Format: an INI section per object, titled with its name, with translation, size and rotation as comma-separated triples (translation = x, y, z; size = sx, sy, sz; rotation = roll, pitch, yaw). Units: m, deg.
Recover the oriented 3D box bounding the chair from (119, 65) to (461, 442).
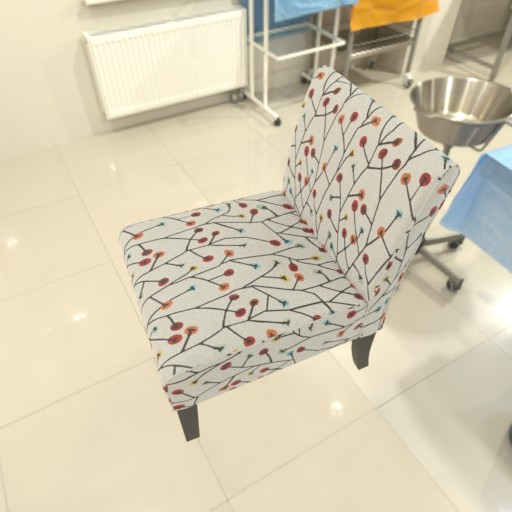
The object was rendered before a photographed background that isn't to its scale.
[chair]
translation = 0.000, 0.000, 1.322
size = 0.732, 0.813, 0.597
rotation = -17, 48, -16
